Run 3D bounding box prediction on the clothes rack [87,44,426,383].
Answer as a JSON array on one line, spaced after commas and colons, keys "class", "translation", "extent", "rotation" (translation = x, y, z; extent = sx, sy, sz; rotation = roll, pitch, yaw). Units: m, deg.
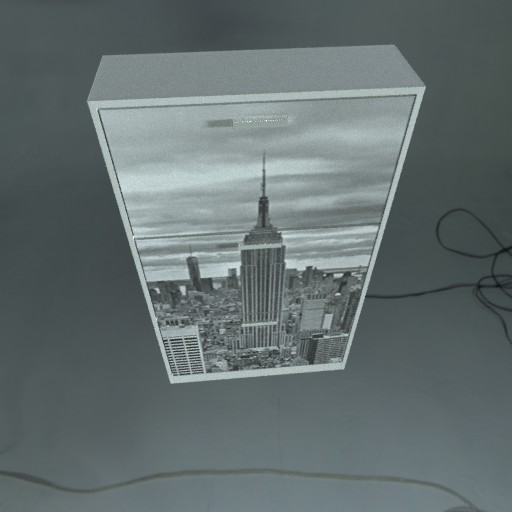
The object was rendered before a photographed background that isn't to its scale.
[{"class": "clothes rack", "translation": [0.000, 0.000, 1.519], "extent": [0.750, 1.280, 0.250], "rotation": [-4, 47, -4]}]
